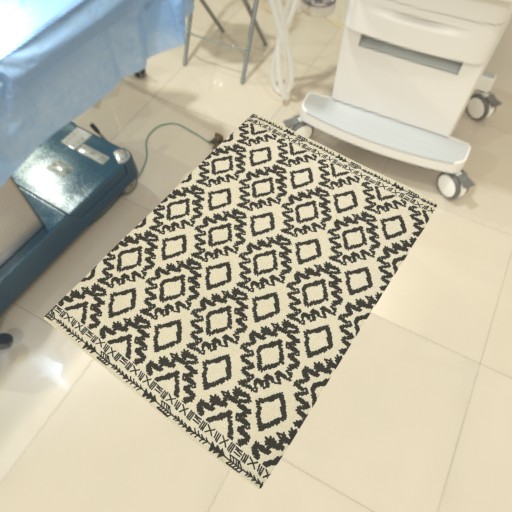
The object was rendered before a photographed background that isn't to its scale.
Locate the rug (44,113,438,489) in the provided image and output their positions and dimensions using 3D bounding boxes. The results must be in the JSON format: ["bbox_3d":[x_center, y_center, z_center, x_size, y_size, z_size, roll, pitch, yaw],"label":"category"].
[{"bbox_3d":[0.000,0.000,4.394,2.444,0.036,3.369,31,64,17],"label":"rug"}]
